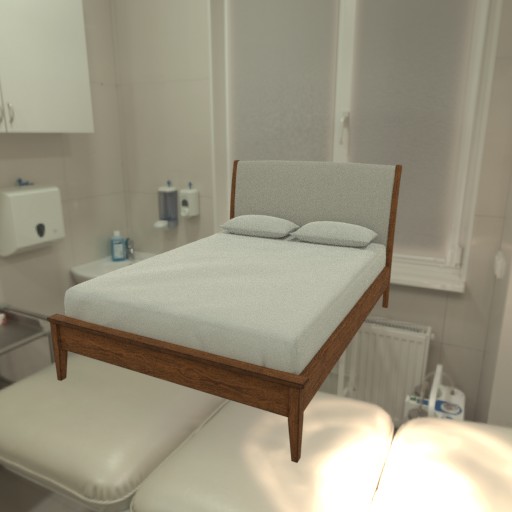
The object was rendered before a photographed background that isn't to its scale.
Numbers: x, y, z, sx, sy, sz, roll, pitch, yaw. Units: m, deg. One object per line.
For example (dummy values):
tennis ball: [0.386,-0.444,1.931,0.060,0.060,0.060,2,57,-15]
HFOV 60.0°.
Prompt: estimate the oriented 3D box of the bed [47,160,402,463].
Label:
bed: [0.000,0.000,2.958,1.502,1.135,2.108,8,17,26]
